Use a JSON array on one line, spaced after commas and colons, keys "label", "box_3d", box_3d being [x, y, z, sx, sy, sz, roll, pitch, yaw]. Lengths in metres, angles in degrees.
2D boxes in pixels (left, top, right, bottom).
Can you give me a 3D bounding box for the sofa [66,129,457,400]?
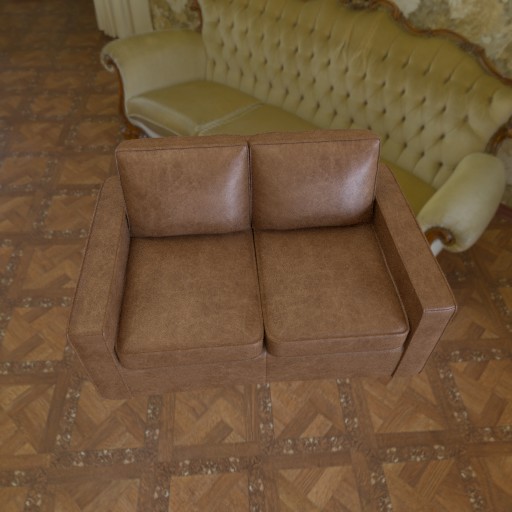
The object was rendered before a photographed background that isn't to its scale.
[{"label": "sofa", "box_3d": [0.000, 0.000, 2.119, 1.532, 0.896, 1.020, -4, 48, -3]}]
